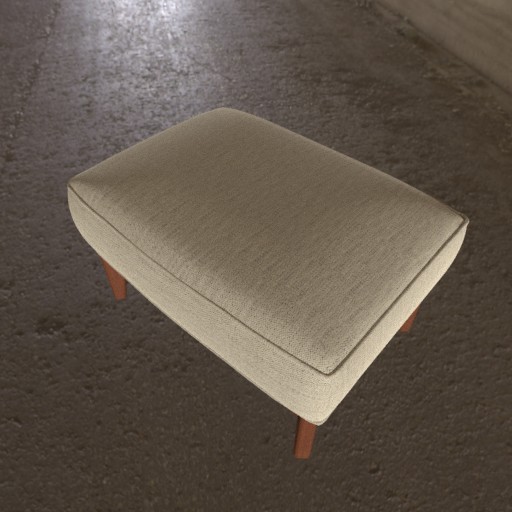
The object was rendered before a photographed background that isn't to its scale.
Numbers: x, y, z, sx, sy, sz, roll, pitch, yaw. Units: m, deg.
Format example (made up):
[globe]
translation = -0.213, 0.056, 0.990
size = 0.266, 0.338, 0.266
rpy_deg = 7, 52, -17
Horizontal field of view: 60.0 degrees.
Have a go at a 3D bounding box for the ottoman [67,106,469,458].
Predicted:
[ottoman]
translation = 0.000, 0.000, 1.132
size = 0.794, 0.465, 0.594
rpy_deg = 33, 54, 28
